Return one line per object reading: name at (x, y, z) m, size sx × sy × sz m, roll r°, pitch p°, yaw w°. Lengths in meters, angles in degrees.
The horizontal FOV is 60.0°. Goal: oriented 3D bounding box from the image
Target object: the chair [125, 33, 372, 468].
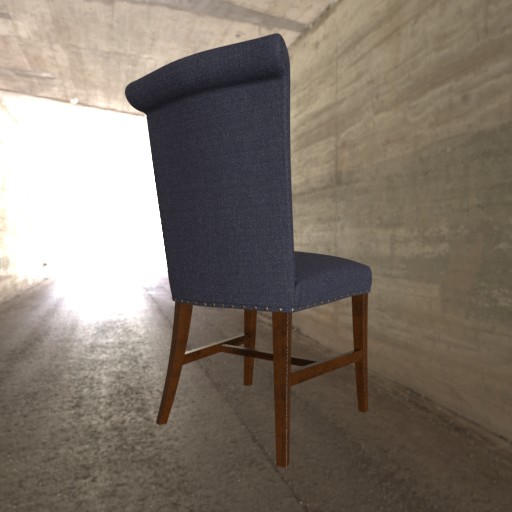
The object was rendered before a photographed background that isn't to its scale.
chair at (0.000, 0.000, 1.318) m, size 0.513 × 0.988 × 0.608 m, roll 1°, pitch 1°, yaw 36°
